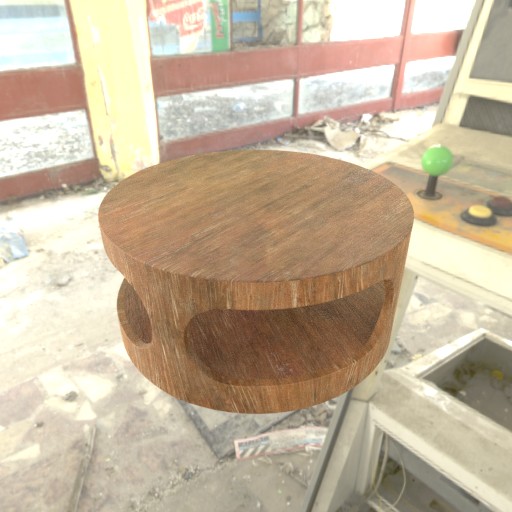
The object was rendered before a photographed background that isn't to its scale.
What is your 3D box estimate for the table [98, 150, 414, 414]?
[{"bbox_3d":[0.000,0.000,1.543,0.974,0.450,0.974,0,31,0],"label":"table"}]
